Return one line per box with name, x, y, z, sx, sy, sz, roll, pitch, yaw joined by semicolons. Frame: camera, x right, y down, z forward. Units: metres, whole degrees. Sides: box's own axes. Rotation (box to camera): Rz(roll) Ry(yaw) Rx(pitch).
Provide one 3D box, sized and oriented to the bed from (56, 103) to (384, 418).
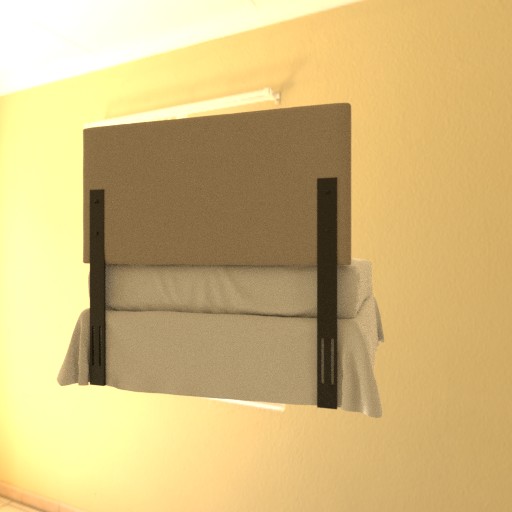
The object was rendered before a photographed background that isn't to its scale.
bed;0.000;0.000;3.463;1.936;1.577;2.222;0;0;17
